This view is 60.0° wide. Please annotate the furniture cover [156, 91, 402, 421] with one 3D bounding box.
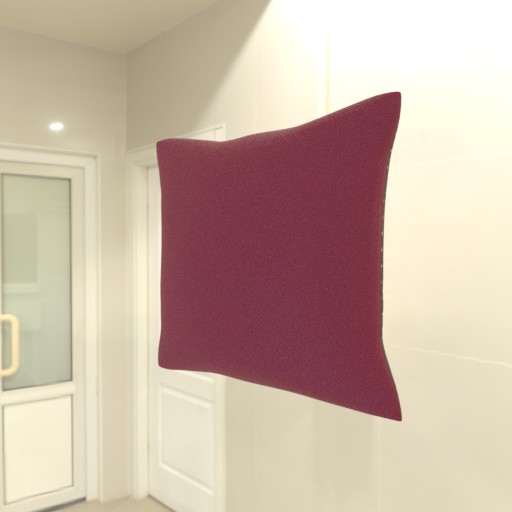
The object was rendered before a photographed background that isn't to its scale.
[{"bbox_3d":[0.000,0.000,0.836,0.552,0.509,0.193,1,1,36],"label":"furniture cover"}]
